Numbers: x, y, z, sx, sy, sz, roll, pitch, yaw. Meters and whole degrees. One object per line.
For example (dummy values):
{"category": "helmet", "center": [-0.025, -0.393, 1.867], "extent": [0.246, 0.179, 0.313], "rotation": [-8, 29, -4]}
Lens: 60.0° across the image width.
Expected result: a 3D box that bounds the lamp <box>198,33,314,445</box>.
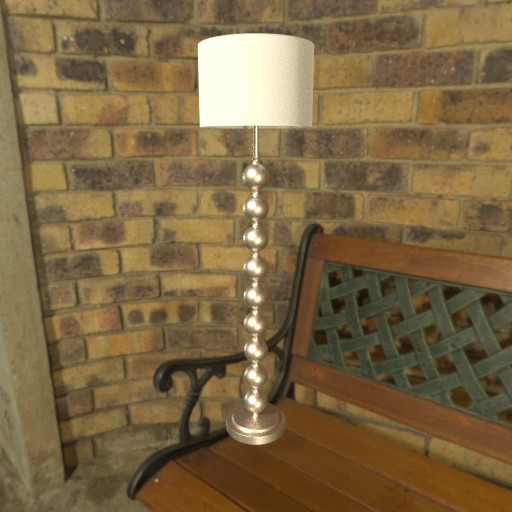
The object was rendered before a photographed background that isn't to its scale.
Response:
{"category": "lamp", "center": [0.000, 0.000, 1.683], "extent": [0.394, 1.474, 0.394], "rotation": [2, 15, 8]}
